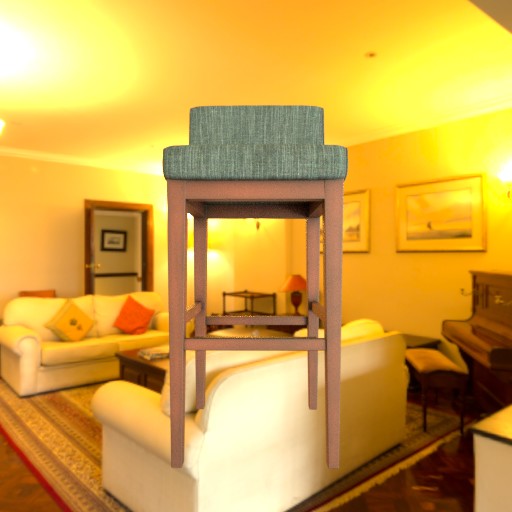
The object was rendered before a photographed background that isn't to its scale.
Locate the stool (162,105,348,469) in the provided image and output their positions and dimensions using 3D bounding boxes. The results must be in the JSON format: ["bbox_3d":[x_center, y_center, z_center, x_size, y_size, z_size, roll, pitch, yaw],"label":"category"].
[{"bbox_3d":[0.000,0.000,1.225,0.426,0.965,0.499,0,0,1],"label":"stool"}]
